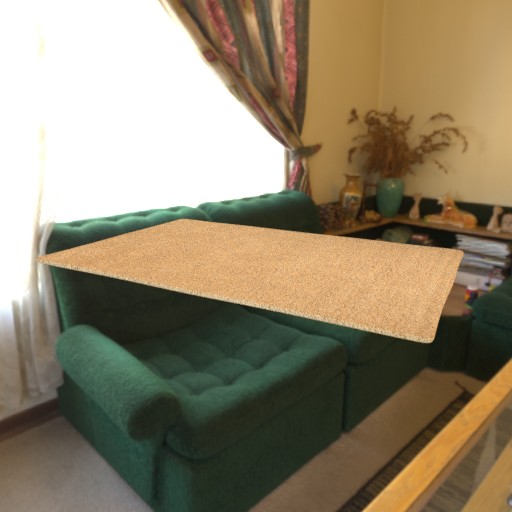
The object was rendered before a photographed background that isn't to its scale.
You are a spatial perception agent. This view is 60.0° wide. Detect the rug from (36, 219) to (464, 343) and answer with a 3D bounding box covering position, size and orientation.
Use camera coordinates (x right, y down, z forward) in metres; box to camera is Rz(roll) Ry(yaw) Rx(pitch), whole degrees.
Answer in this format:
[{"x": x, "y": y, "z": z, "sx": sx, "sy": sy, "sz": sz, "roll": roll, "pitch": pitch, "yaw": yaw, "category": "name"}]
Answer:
[{"x": 0.000, "y": 0.000, "z": 2.864, "sx": 2.349, "sy": 0.025, "sz": 1.500, "roll": 8, "pitch": 18, "yaw": 27, "category": "rug"}]
